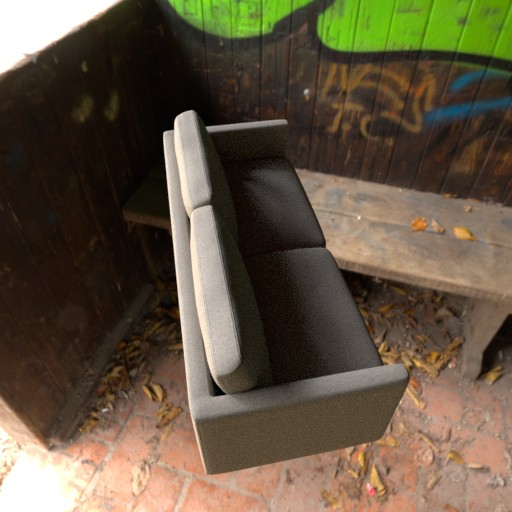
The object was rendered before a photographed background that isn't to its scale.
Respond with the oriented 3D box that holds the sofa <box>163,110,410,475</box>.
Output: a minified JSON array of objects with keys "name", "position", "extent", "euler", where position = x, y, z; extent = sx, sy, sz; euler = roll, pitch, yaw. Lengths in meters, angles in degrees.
[{"name":"sofa","position":[0.000,0.000,2.711],"extent":[0.956,0.963,2.208],"euler":[-8,47,-8]}]
